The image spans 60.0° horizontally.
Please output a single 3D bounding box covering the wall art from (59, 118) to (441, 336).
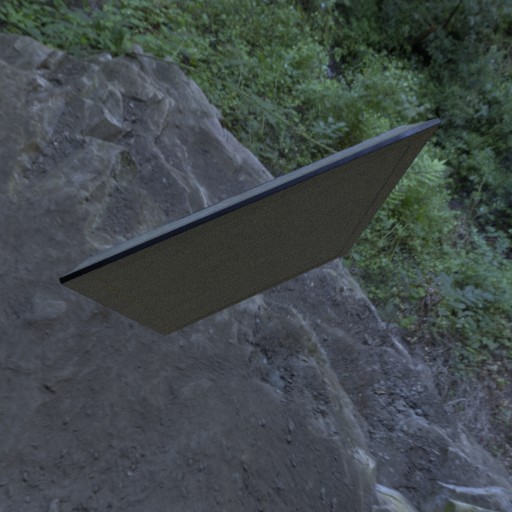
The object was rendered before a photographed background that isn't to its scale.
[{"bbox_3d":[0.000,0.000,0.626,0.381,0.457,0.023,-24,76,-7],"label":"wall art"}]
